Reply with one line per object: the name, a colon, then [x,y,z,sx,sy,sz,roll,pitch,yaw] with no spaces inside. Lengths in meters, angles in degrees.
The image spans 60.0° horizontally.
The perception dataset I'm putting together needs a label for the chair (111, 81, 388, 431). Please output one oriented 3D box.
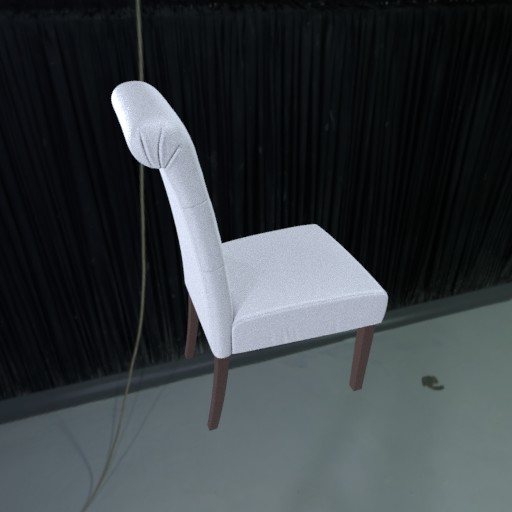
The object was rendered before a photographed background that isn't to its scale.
chair: [0.000,0.000,1.349,0.671,1.006,0.456,-11,34,-17]
